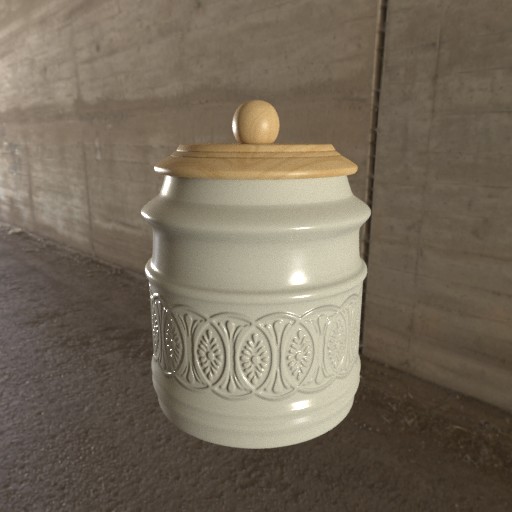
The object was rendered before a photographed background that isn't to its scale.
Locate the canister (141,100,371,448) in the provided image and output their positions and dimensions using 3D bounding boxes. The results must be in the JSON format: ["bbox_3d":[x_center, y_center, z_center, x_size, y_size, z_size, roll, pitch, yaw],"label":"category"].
[{"bbox_3d":[0.000,0.000,0.265,0.130,0.176,0.130,0,15,0],"label":"canister"}]
